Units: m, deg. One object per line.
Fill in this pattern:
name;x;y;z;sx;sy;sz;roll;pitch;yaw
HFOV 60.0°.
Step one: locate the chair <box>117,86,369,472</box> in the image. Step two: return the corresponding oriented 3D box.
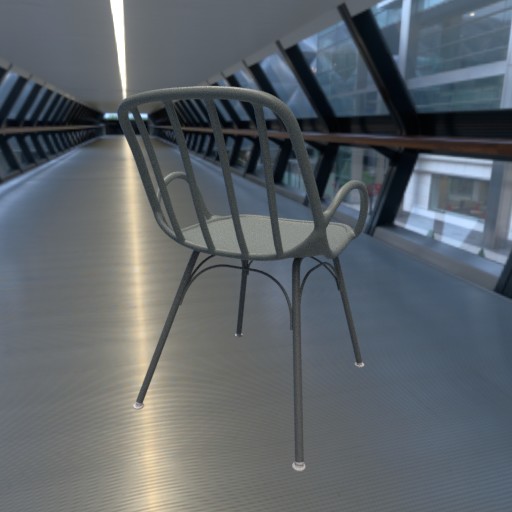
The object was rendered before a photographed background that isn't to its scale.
chair;0.000;0.000;1.209;0.549;0.816;0.597;8;17;28
